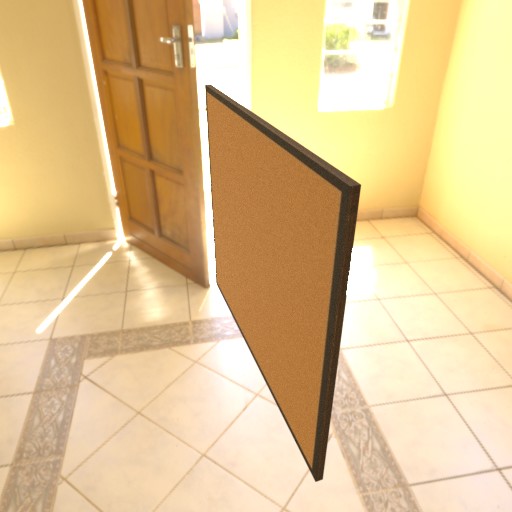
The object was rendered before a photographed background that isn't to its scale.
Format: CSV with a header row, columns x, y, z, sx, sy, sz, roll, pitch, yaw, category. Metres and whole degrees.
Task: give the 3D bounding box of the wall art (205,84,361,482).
x,y,z,sx,sy,sz,roll,pitch,yaw,category
0.000,0.000,1.423,0.023,0.875,1.033,-11,33,-17,wall art
